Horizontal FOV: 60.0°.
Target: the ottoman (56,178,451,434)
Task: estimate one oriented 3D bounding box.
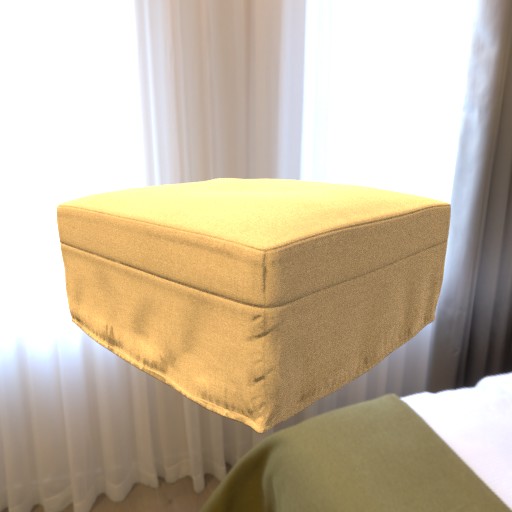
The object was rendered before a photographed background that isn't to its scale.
[{"bbox_3d":[0.000,0.000,1.321,0.840,0.436,0.843,13,19,42],"label":"ottoman"}]
